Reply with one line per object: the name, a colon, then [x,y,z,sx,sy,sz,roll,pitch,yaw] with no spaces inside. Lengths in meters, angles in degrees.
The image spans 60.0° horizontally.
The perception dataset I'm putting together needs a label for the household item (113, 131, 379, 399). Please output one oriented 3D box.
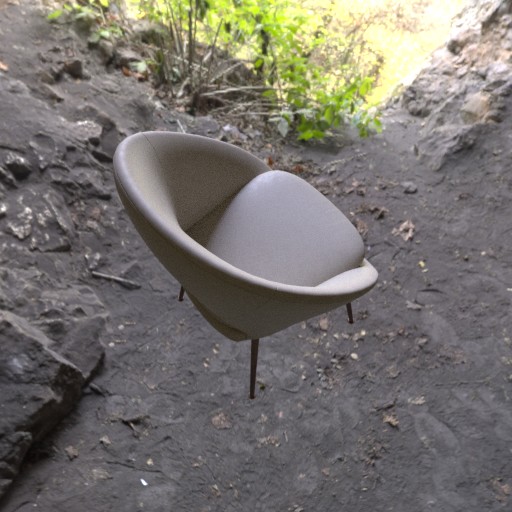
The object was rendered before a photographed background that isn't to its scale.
household item: [0.000,0.000,1.260,0.573,0.852,0.623,-32,63,-19]
